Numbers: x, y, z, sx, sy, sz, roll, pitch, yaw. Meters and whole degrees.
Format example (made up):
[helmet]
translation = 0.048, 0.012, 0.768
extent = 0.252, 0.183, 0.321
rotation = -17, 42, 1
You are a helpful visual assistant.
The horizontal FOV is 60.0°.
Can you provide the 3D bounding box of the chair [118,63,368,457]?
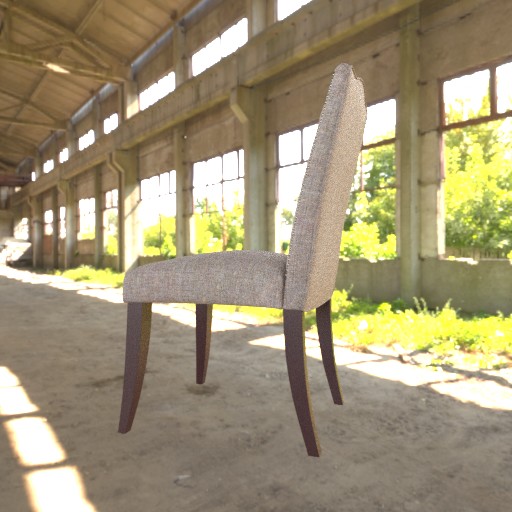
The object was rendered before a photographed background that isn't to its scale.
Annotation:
[chair]
translation = 0.000, 0.000, 1.394
extent = 0.660, 1.016, 0.513
rotation = 0, 1, 20
